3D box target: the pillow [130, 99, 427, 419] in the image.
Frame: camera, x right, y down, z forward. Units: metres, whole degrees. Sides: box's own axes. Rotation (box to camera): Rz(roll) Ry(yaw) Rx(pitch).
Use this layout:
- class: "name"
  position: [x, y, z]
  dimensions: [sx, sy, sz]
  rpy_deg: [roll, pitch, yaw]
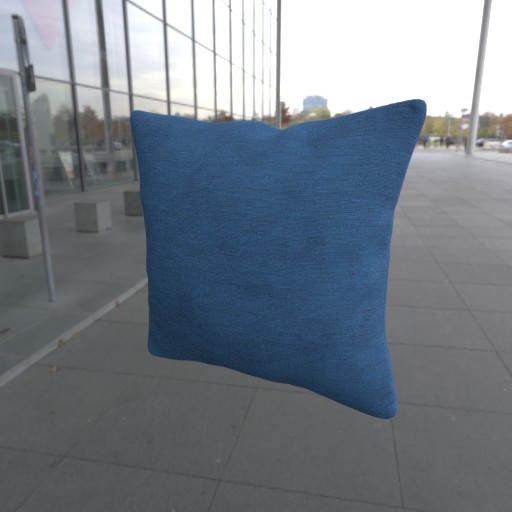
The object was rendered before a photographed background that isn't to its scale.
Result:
- class: "pillow"
  position: [0.000, 0.000, 0.650]
  dimensions: [0.437, 0.420, 0.177]
  rpy_deg: [7, 17, 26]
